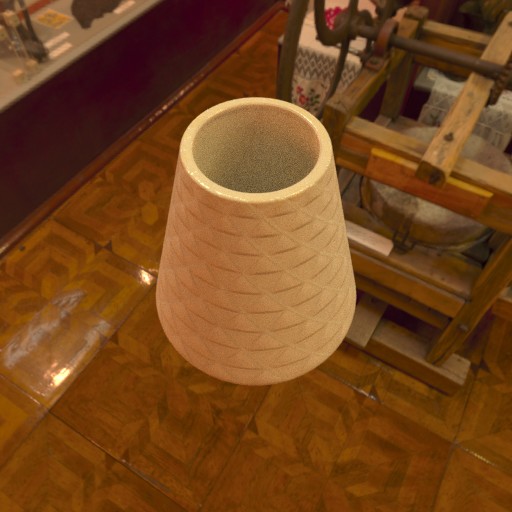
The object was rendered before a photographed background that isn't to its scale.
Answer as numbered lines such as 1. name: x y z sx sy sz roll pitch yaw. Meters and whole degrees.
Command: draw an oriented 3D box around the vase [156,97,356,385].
1. vase: 0.000 0.000 0.351 0.175 0.230 0.175 0 56 0
